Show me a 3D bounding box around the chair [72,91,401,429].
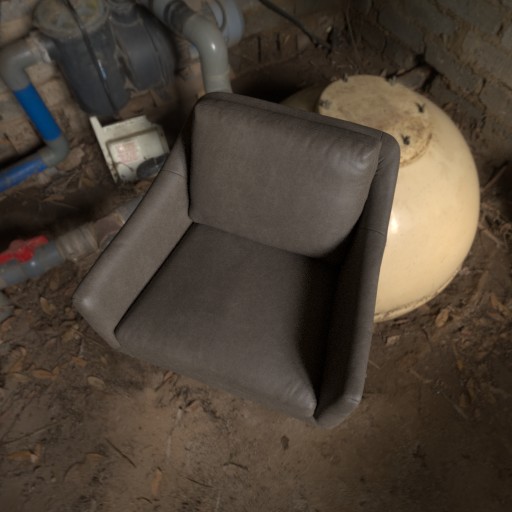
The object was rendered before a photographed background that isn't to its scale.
[{"bbox_3d":[0.000,0.000,1.727,0.988,0.901,0.961,18,60,11],"label":"chair"}]
